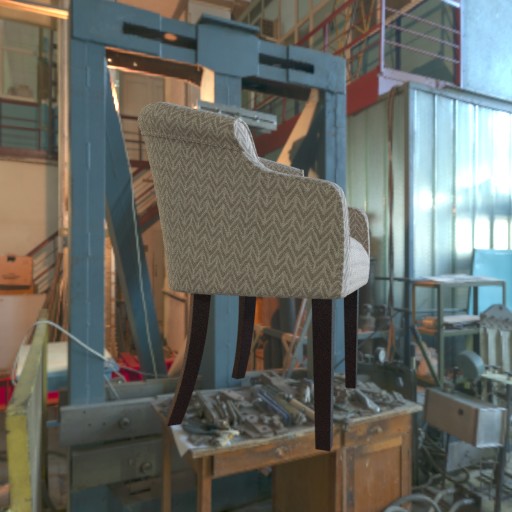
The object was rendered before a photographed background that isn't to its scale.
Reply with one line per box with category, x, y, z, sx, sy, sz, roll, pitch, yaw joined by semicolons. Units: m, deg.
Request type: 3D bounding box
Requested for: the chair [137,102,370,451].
chair;0.000;0.000;1.303;0.613;0.858;0.686;0;0;19
